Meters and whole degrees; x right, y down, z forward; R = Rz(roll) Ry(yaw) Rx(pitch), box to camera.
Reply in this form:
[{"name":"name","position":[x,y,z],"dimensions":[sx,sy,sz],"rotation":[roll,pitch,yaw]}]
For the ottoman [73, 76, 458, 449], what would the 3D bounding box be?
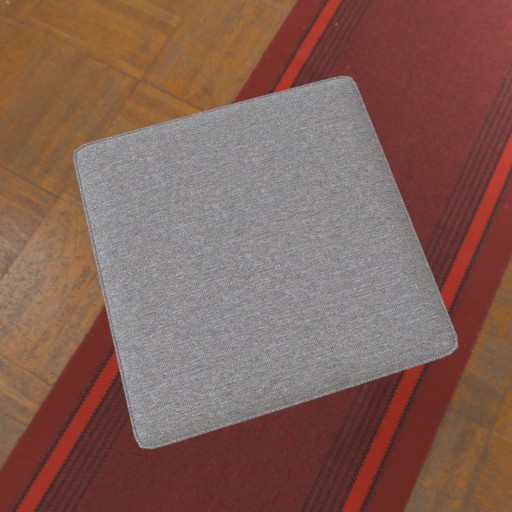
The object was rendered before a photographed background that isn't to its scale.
[{"name":"ottoman","position":[0.000,0.000,1.578],"dimensions":[1.005,0.455,1.005],"rotation":[-16,77,-4]}]
